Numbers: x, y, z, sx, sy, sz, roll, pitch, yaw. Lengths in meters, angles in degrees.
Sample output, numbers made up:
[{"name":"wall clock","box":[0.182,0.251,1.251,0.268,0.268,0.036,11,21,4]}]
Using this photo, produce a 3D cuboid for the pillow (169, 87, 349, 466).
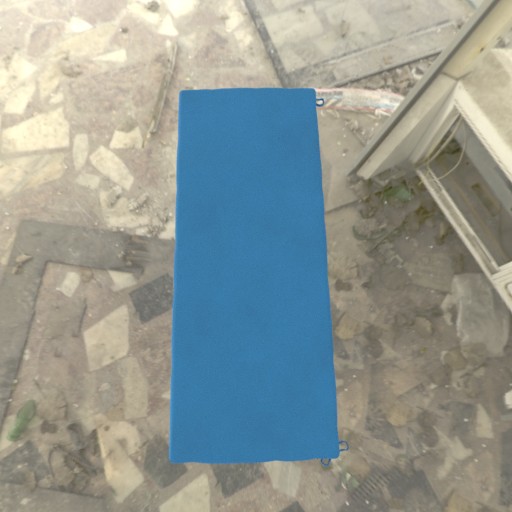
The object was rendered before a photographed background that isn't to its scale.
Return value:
[{"name":"pillow","box":[0.000,0.000,1.347,0.492,0.081,1.187,-1,75,0]}]
